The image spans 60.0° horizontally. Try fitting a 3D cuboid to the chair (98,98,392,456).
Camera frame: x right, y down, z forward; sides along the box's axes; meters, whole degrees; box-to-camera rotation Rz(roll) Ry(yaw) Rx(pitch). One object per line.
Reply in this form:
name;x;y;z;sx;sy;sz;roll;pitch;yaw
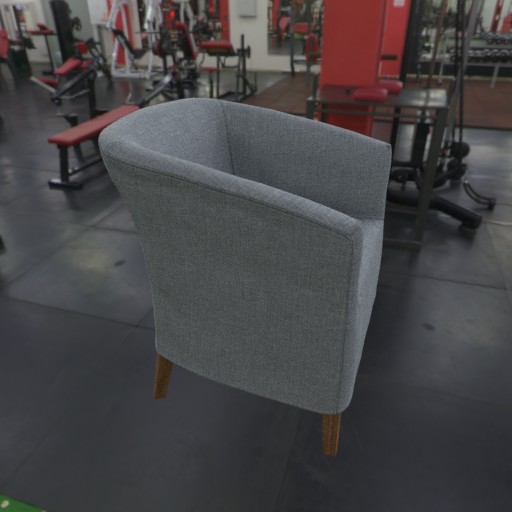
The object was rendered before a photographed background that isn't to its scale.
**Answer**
chair;0.000;0.000;1.266;0.668;0.771;0.600;10;32;17
